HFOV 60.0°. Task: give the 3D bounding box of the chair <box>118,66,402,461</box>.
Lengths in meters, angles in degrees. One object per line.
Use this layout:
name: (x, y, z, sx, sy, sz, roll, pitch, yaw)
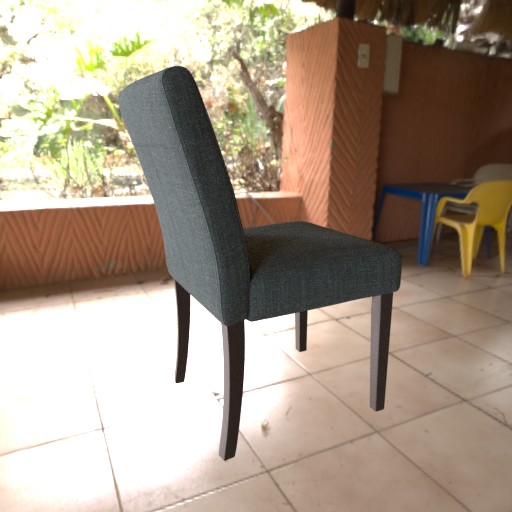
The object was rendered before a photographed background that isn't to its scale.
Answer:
chair: (0.000, 0.000, 1.216, 0.629, 0.884, 0.487, -7, 17, -26)
